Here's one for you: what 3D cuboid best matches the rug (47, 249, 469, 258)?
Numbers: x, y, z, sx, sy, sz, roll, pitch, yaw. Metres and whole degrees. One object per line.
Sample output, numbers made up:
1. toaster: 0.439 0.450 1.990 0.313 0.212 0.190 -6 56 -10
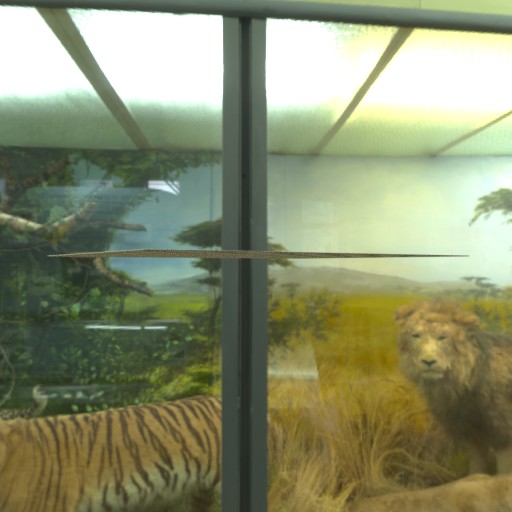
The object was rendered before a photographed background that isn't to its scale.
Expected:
1. rug: 0.000 0.000 4.027 3.061 0.010 2.330 1 -1 -36
